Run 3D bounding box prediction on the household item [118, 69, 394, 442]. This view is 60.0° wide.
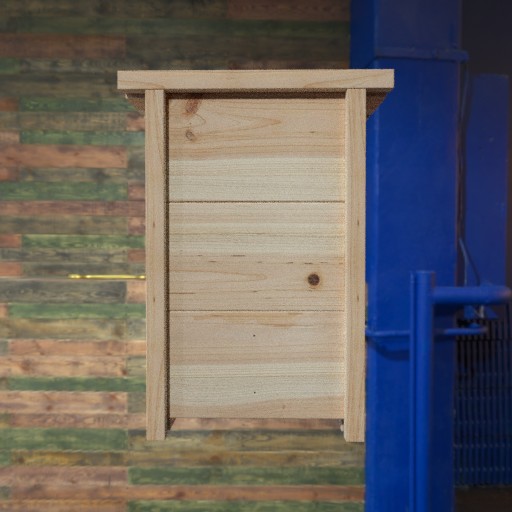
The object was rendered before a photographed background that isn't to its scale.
[{"bbox_3d":[0.000,0.000,0.546,0.301,0.407,0.123,0,1,1],"label":"household item"}]
